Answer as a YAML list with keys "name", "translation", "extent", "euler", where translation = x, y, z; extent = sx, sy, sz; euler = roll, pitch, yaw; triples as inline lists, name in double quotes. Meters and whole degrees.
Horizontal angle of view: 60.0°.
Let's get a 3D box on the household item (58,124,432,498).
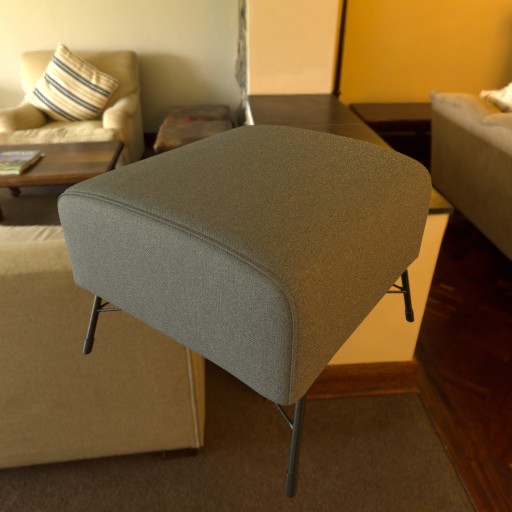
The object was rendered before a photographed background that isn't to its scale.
- name: "household item"
  translation: [0.000, 0.000, 0.878]
  extent: [0.530, 0.410, 0.530]
  euler: [21, 37, 31]
